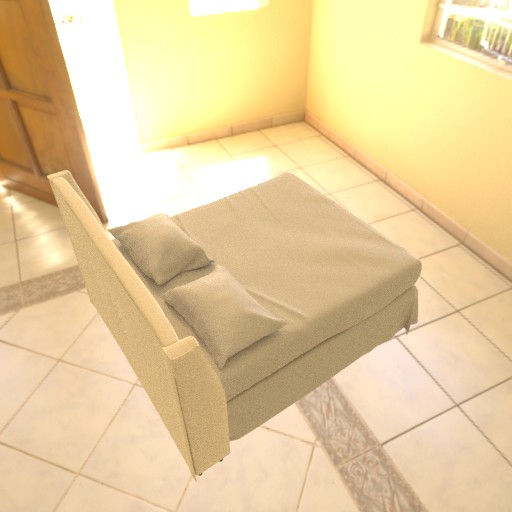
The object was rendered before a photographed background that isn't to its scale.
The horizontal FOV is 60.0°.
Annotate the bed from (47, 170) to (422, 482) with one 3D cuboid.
[{"bbox_3d":[0.000,0.000,3.427,2.276,1.332,1.925,-25,47,-26],"label":"bed"}]
